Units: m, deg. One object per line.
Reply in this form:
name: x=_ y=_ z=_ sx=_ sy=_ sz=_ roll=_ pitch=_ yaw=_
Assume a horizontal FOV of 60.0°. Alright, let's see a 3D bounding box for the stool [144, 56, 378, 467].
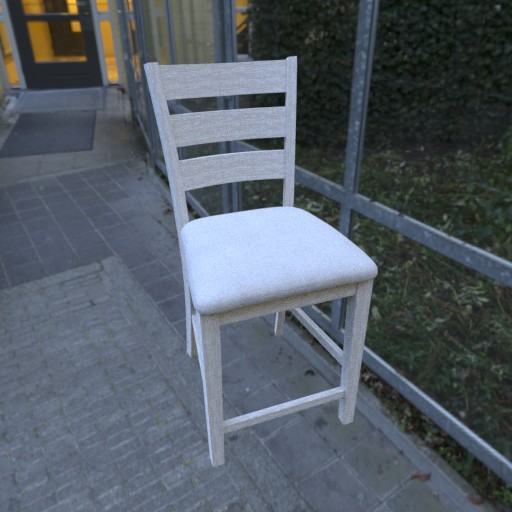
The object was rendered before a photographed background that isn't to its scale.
stool: x=0.000 y=0.000 z=1.317 sx=0.484 sy=1.032 sz=0.569 roll=-10 pitch=32 yaw=-17
